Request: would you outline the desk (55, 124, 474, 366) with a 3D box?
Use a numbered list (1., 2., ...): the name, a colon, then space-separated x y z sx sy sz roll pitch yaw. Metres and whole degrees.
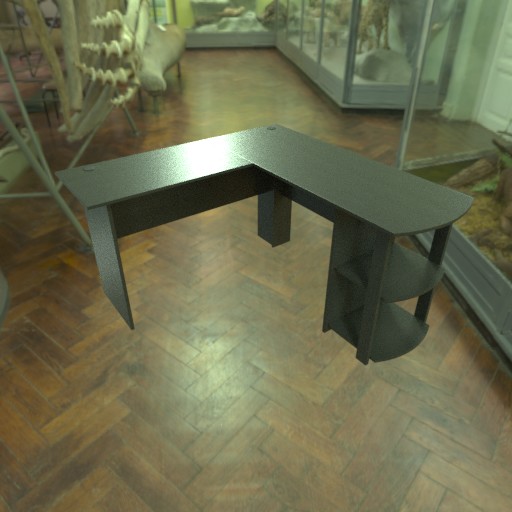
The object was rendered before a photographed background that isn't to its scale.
1. desk: 0.000 0.000 2.096 1.303 0.716 1.361 -22 38 -30
